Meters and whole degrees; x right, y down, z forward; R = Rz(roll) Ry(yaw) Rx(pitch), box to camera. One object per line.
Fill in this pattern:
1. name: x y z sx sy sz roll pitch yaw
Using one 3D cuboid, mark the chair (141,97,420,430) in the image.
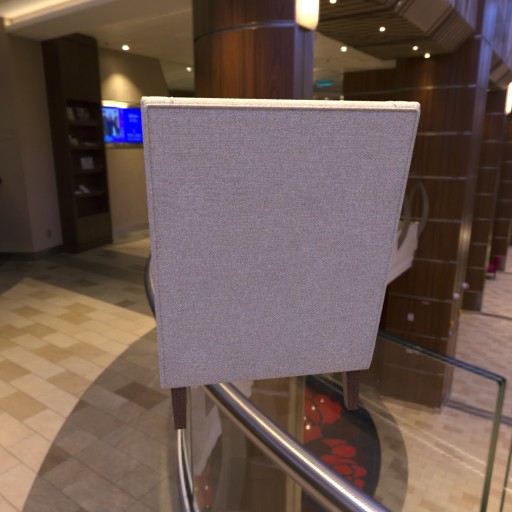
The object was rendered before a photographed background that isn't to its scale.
1. chair: 0.000 0.000 1.725 0.764 1.082 0.948 -3 14 -10
